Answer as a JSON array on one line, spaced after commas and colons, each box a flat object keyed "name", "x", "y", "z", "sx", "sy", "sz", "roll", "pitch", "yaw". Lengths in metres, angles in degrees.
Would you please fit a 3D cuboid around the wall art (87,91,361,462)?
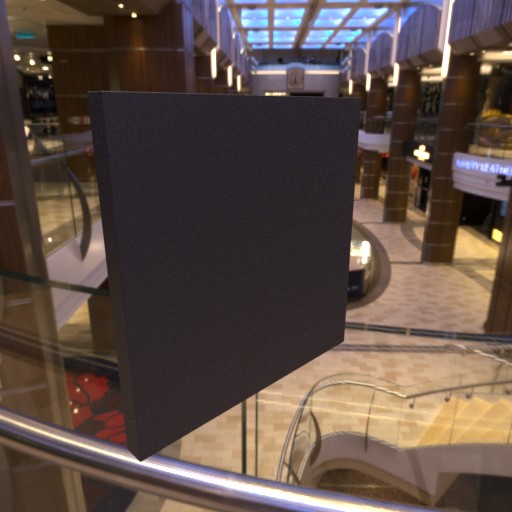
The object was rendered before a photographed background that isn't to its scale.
[{"name": "wall art", "x": 0.000, "y": 0.000, "z": 0.745, "sx": 0.507, "sy": 0.507, "sz": 0.038, "roll": -17, "pitch": 25, "yaw": -41}]
